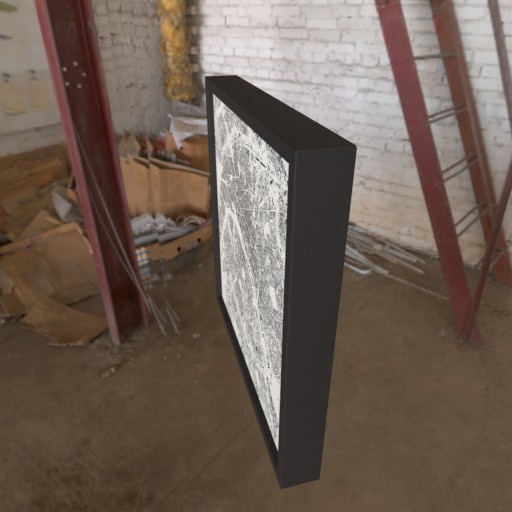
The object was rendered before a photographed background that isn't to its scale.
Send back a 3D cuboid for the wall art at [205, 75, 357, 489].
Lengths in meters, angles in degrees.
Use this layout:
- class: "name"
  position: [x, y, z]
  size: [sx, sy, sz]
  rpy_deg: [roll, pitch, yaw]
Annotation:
- class: "wall art"
  position: [0.000, 0.000, 0.450]
  size: [0.037, 0.305, 0.305]
  rpy_deg: [-8, 30, -13]
